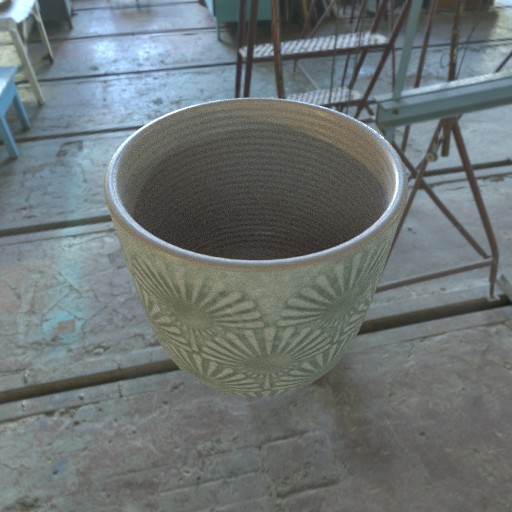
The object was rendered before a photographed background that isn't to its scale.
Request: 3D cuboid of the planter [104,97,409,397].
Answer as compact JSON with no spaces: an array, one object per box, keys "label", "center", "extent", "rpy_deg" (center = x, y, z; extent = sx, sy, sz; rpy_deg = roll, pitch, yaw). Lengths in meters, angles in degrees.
[{"label":"planter","center":[0.000,0.000,0.222],"extent":[0.124,0.109,0.124],"rpy_deg":[0,44,0]}]
